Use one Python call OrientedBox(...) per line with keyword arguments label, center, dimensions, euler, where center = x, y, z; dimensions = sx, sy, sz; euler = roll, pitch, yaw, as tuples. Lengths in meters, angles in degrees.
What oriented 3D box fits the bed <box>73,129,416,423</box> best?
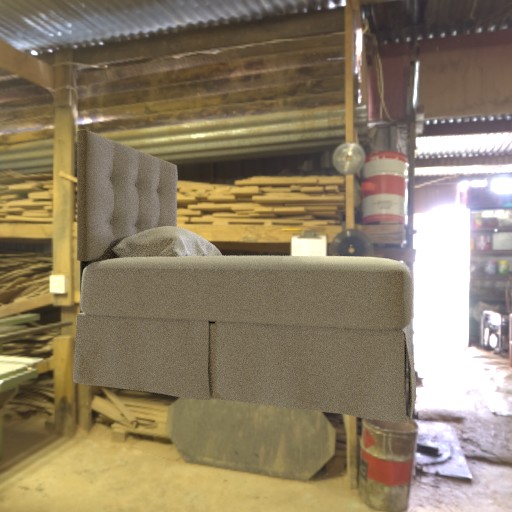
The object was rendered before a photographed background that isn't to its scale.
OrientedBox(label="bed", center=(0.000, 0.000, 2.950), dimensions=(1.997, 1.571, 1.261), euler=(0, 0, 19))
